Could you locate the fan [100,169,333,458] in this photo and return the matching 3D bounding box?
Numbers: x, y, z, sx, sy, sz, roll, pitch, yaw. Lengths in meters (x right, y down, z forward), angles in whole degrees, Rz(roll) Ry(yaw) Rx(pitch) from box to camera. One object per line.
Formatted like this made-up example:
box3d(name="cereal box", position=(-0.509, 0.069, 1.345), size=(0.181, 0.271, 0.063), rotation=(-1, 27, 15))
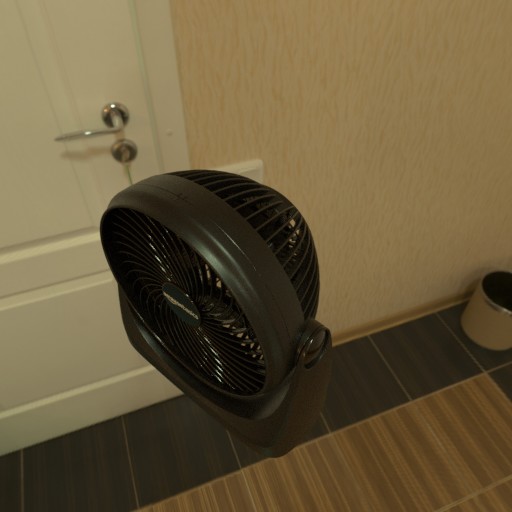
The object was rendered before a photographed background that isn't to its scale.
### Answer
box3d(name="fan", position=(0.000, 0.000, 0.498), size=(0.273, 0.277, 0.256), rotation=(31, 53, 27))
